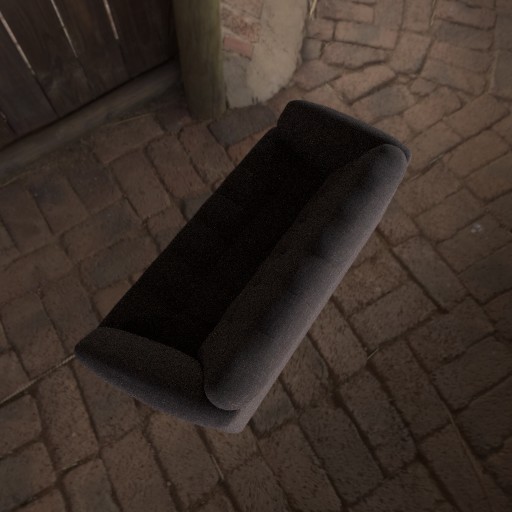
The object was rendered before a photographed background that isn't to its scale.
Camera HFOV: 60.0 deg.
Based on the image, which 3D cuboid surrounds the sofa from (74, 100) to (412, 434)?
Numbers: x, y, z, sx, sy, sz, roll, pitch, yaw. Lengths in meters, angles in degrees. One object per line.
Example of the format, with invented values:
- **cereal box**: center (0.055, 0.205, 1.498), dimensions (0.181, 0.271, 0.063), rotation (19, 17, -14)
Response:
- **sofa**: center (0.000, 0.000, 2.335), dimensions (0.887, 0.790, 1.849), rotation (32, 68, 14)
